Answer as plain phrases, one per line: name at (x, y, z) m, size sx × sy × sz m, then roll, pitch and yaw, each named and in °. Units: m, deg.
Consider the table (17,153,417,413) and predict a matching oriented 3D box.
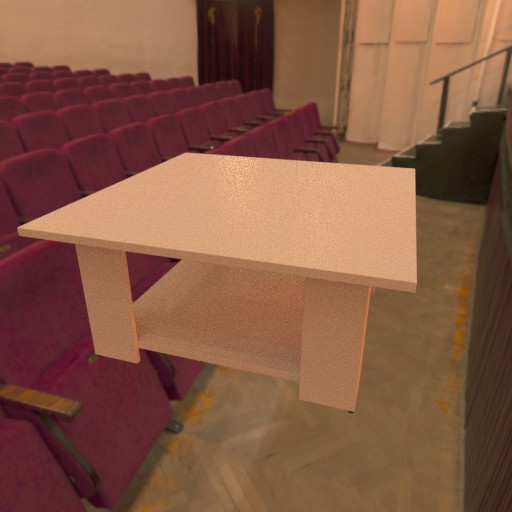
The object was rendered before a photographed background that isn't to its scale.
table at (0.000, 0.000, 1.043) m, size 0.670 × 0.305 × 0.670 m, roll 8°, pitch 26°, yaw 16°
